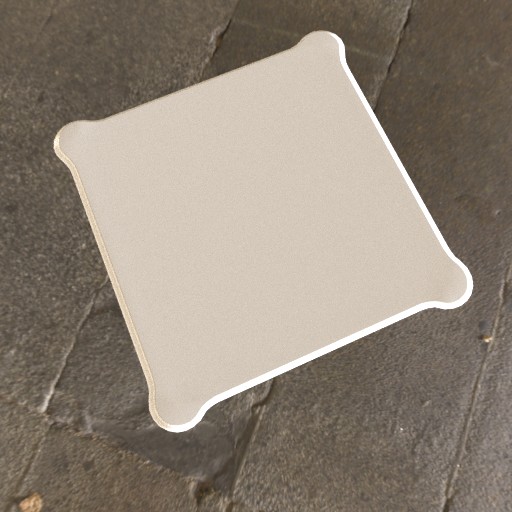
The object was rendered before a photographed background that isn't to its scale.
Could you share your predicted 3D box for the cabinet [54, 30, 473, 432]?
[{"bbox_3d":[0.000,0.000,1.198,0.628,0.761,0.627,-23,77,-5],"label":"cabinet"}]
